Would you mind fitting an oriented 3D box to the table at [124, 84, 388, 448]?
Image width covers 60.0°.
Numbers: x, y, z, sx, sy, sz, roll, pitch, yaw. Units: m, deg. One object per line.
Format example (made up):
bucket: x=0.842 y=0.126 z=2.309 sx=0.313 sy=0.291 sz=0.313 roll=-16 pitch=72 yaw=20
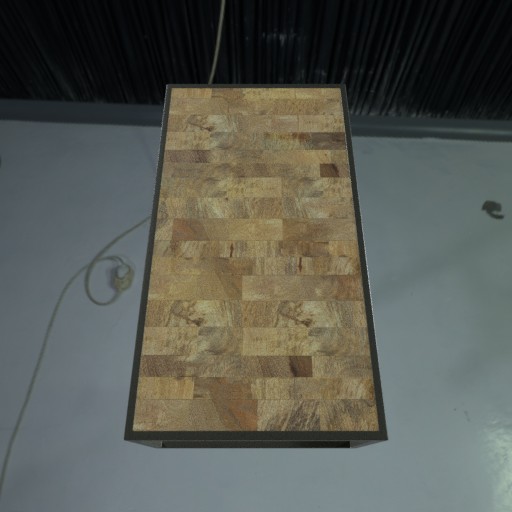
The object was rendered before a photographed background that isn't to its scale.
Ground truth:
table: x=0.000 y=0.000 z=1.526 sx=0.649 sy=0.398 sz=1.199 roll=0 pitch=64 yaw=0
